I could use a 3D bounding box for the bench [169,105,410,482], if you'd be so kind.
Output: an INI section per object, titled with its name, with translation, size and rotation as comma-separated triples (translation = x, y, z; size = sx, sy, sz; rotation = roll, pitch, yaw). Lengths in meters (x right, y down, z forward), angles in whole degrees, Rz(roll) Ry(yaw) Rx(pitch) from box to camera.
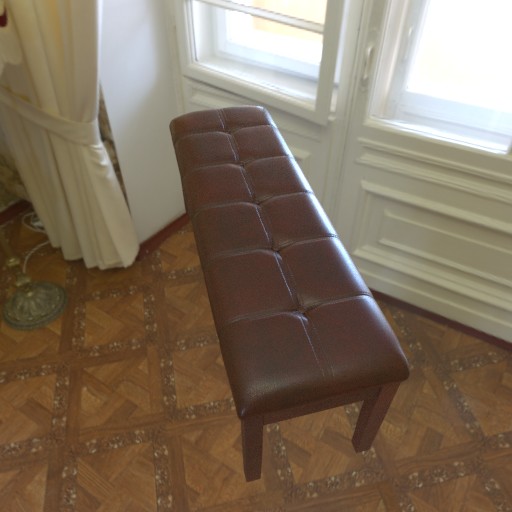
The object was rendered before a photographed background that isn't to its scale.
[bench]
translation = 0.000, 0.000, 1.500
size = 0.401, 0.491, 1.259
rotation = -10, 46, -10
